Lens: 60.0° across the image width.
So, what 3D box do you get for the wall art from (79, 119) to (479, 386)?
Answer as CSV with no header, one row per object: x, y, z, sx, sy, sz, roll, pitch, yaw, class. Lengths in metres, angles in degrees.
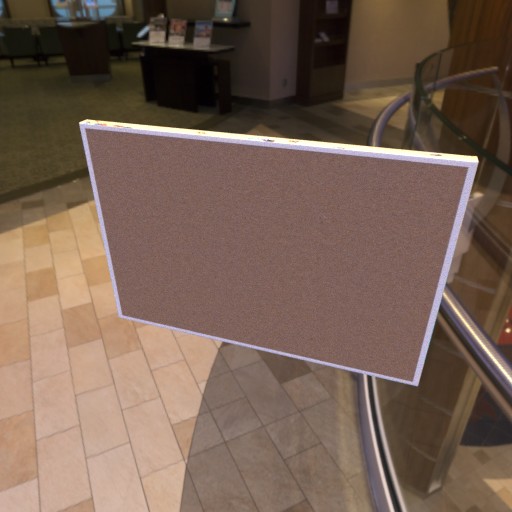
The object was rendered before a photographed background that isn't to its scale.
0.000,0.000,1.428,1.136,0.769,0.040,10,33,16,wall art
